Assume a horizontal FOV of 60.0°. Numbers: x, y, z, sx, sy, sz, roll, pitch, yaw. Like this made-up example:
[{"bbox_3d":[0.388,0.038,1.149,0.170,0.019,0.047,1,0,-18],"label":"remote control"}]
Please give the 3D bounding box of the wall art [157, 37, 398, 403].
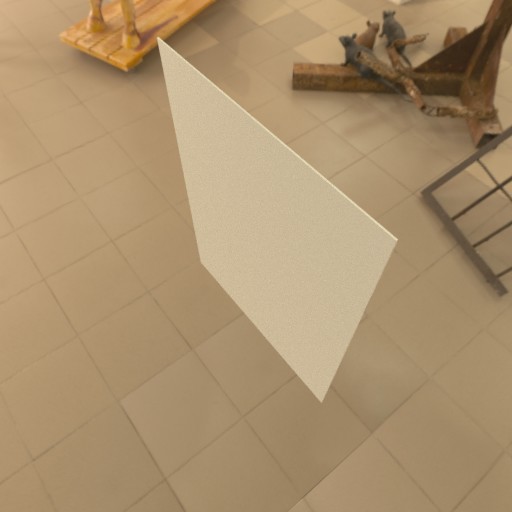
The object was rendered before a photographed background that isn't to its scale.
[{"bbox_3d":[0.000,0.000,0.799,0.003,0.609,0.457,-34,63,-20],"label":"wall art"}]
